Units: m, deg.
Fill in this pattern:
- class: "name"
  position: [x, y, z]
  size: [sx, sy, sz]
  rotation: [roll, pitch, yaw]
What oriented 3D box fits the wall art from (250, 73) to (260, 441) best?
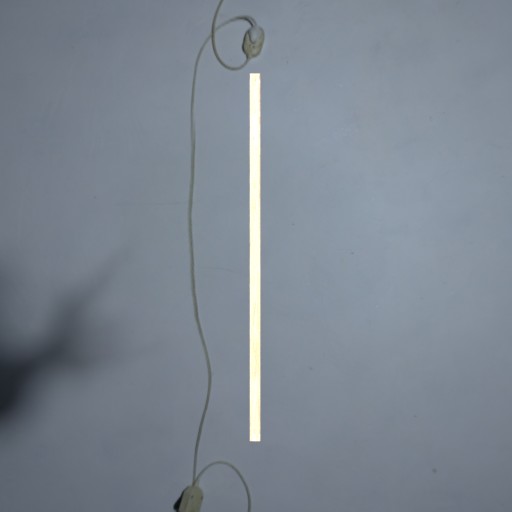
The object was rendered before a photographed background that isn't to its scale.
- class: "wall art"
  position: [0.000, 0.000, 1.971]
  size: [0.028, 1.533, 0.999]
  rotation: [0, 90, 0]
